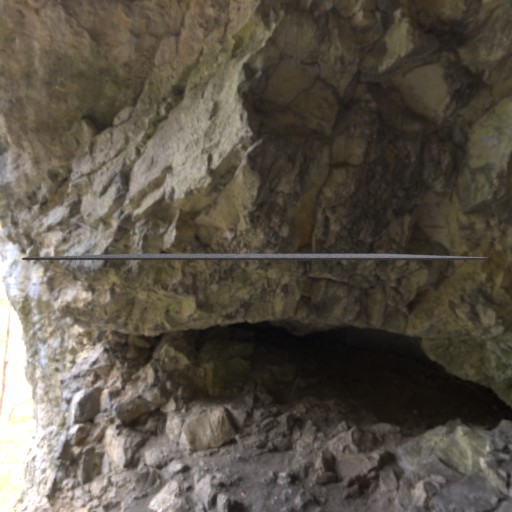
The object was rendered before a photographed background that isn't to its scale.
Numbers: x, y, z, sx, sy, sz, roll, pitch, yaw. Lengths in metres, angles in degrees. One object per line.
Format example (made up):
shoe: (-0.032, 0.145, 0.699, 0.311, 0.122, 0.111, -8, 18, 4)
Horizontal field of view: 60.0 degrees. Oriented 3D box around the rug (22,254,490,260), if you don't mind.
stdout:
rug: (0.000, 0.000, 4.091, 3.050, 0.017, 2.441, 0, 1, 0)
